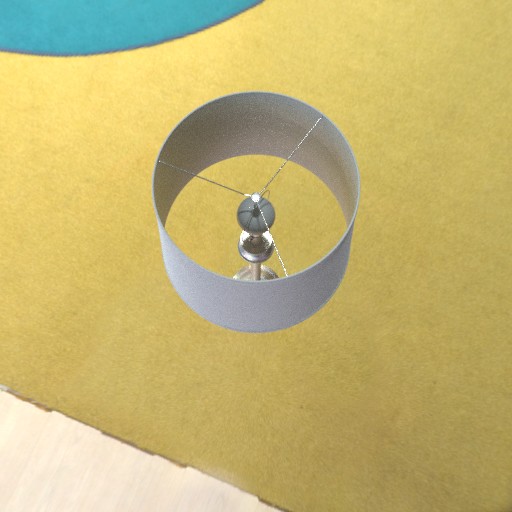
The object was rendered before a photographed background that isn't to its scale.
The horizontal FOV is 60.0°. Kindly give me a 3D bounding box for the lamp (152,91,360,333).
[{"bbox_3d":[0.000,0.000,0.890,0.331,0.698,0.331,0,74,0],"label":"lamp"}]
